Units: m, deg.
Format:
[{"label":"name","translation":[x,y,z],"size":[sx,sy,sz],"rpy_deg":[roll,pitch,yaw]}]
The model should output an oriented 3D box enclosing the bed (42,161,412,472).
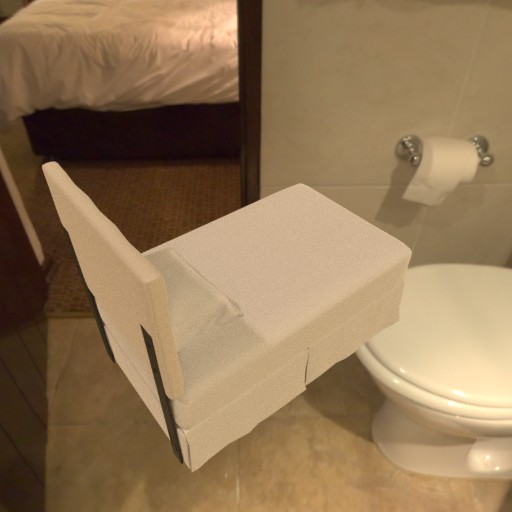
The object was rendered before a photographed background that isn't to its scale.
[{"label":"bed","translation":[0.000,0.000,2.942],"size":[1.997,1.571,1.261],"rpy_deg":[-28,48,-28]}]
